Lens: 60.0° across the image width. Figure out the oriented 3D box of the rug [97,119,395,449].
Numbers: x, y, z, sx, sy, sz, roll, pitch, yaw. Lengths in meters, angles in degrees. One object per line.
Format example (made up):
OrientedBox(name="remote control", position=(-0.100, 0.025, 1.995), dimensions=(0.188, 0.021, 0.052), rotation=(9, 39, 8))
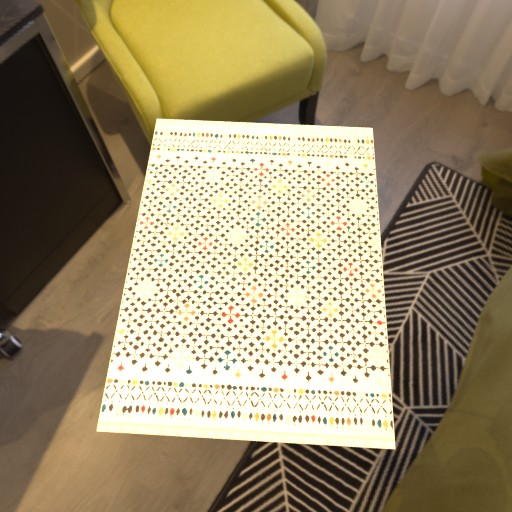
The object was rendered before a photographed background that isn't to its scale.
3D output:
OrientedBox(name="rug", position=(0.000, 0.000, 2.024), dimensions=(1.146, 0.006, 1.556), rotation=(3, 65, 1))
